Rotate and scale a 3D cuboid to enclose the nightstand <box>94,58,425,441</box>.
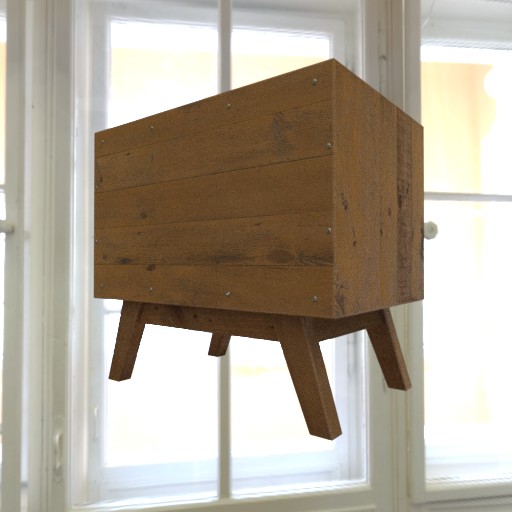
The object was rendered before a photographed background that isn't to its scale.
[{"bbox_3d":[0.000,0.000,1.051,0.650,0.599,0.450,-1,-1,38],"label":"nightstand"}]
